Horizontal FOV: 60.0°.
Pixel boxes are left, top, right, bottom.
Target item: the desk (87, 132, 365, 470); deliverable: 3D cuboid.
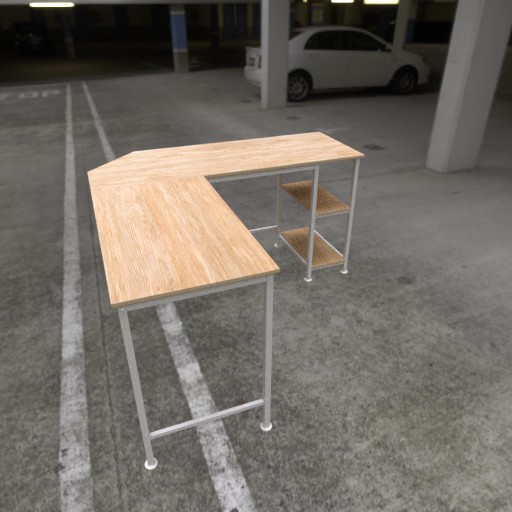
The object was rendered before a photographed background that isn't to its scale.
[{"bbox_3d":[0.000,0.000,2.156,1.379,0.739,1.379,-11,32,-18],"label":"desk"}]
